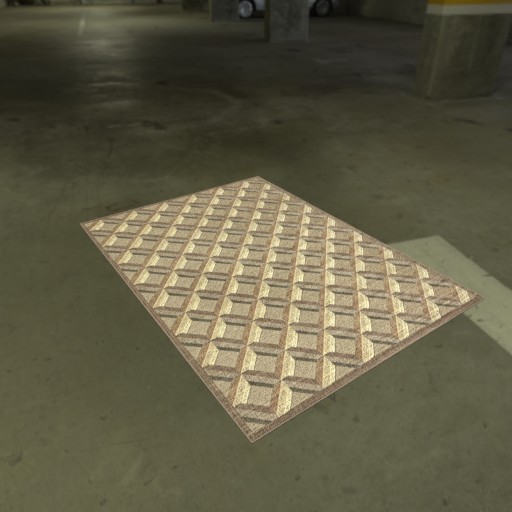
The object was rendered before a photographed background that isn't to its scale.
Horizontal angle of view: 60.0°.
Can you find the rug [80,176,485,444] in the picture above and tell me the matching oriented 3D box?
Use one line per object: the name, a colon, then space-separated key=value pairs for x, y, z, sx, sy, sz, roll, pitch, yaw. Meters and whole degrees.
rug: x=0.000 y=0.000 z=4.261 sx=2.382 sy=0.018 sz=3.294 roll=-20 pitch=37 yaw=-29
